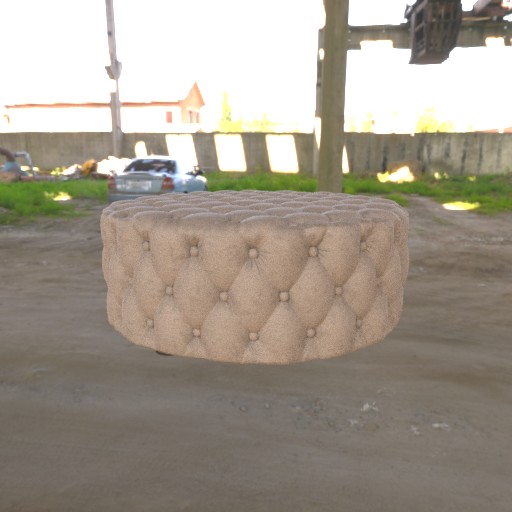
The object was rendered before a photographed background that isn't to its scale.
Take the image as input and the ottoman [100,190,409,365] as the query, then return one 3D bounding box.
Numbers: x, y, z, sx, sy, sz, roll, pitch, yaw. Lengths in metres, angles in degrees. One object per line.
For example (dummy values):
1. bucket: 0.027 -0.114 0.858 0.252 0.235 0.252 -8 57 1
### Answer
1. ottoman: 0.000 0.000 1.520 0.998 0.399 0.998 0 13 0
